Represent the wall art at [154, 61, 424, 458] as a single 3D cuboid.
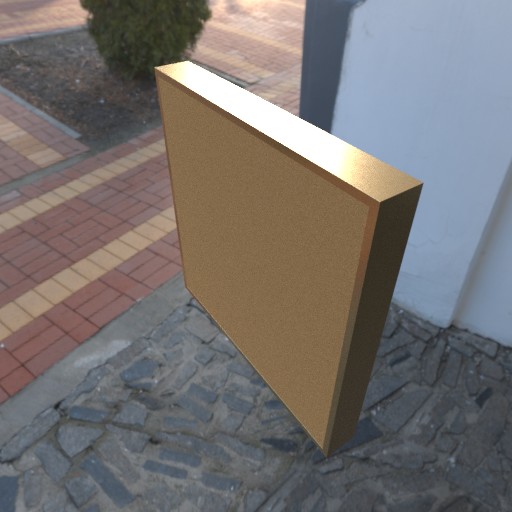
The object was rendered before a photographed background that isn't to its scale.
[{"bbox_3d":[0.000,0.000,0.455,0.038,0.304,0.304,-24,45,-26],"label":"wall art"}]
